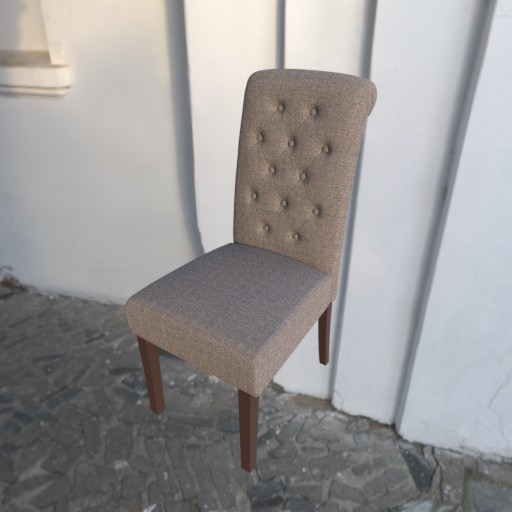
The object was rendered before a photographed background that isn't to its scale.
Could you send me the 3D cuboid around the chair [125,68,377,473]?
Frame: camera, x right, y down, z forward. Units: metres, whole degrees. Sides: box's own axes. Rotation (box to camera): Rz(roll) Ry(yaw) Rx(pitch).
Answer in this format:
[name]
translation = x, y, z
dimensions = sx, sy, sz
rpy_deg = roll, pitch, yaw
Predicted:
[chair]
translation = 0.000, 0.000, 1.357
dimensions = 0.456, 1.006, 0.671
rpy_deg = 18, 34, 30
